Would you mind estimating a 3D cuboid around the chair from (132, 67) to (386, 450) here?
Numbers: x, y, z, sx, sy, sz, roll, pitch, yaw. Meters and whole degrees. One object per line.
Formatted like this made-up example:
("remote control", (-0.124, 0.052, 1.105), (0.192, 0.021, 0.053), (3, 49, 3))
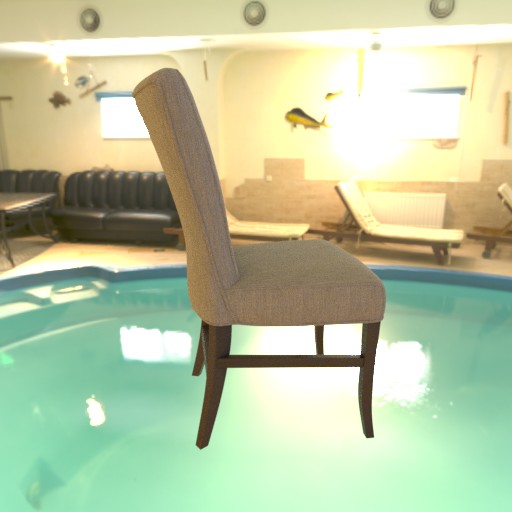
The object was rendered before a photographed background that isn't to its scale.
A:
("chair", (0.000, 0.000, 1.342), (0.660, 0.991, 0.520), (-3, 15, -9))
